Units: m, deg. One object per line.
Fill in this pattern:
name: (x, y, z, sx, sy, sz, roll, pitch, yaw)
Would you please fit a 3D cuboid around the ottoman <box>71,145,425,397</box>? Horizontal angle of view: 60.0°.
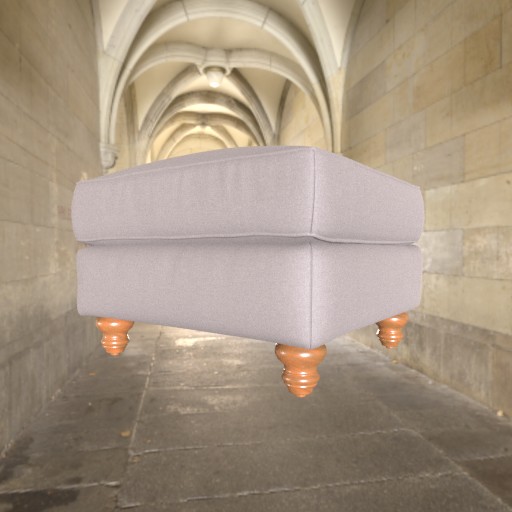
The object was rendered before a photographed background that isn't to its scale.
ottoman: (0.000, 0.000, 1.174, 0.721, 0.505, 0.662, 1, 1, 36)
